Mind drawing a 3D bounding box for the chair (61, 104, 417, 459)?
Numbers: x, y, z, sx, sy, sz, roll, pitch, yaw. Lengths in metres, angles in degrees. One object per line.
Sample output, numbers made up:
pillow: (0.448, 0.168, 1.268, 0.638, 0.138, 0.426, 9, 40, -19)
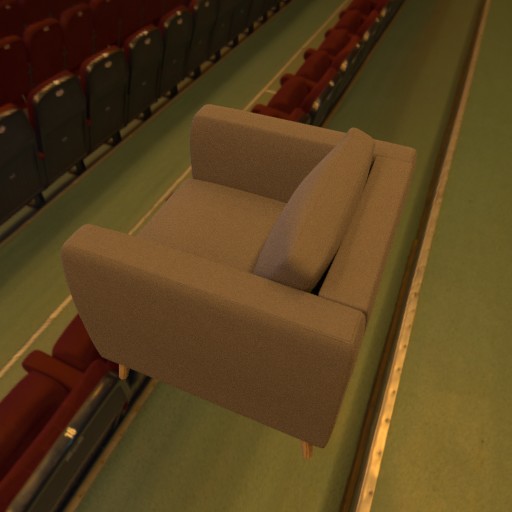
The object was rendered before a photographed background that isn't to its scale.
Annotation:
chair: (0.000, 0.000, 1.690, 0.930, 0.860, 1.000, 17, 49, 16)
